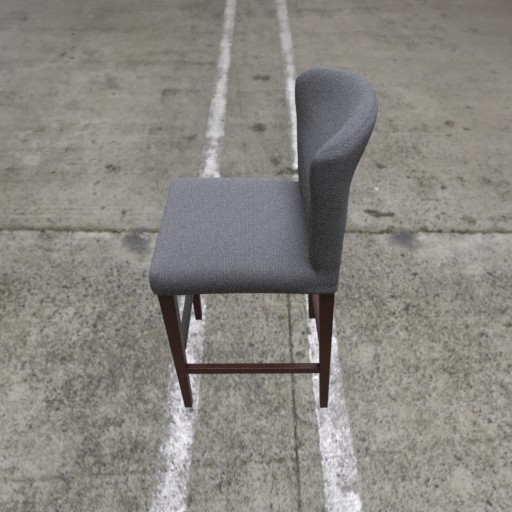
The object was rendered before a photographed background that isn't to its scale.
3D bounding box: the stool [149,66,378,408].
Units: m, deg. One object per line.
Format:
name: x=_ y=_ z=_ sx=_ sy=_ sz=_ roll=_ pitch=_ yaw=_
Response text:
stool: x=0.000 y=0.000 z=1.401 sx=0.568 sy=1.069 sz=0.486 roll=0 pitch=42 yaw=0
